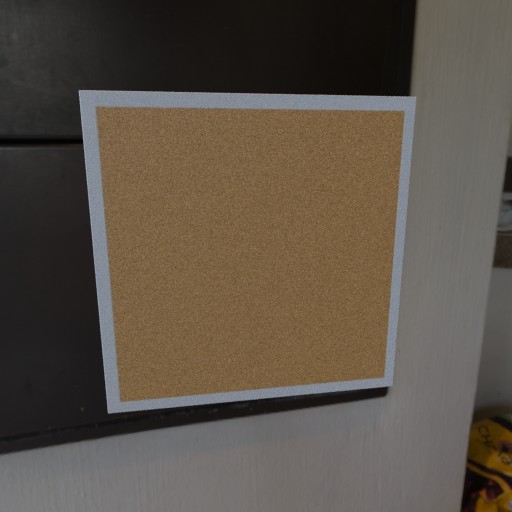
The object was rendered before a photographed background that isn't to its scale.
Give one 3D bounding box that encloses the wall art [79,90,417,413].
[{"bbox_3d":[0.000,0.000,0.594,0.406,0.406,0.038,-2,14,-10],"label":"wall art"}]
